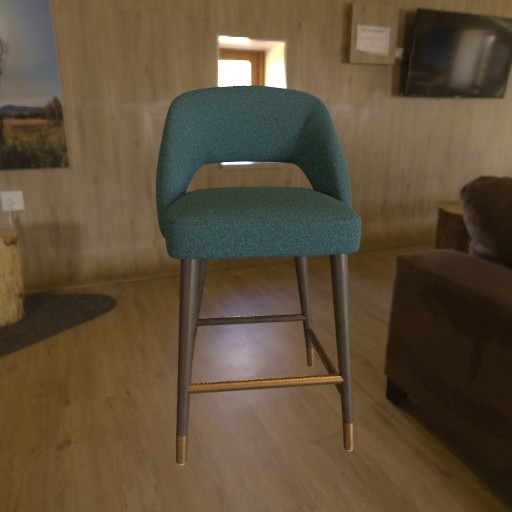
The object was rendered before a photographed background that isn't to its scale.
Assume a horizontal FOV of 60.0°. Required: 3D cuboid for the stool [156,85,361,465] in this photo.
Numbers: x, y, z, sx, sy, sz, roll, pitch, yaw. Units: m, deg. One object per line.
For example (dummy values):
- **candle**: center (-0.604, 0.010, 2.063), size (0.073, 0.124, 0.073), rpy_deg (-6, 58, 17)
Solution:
- **stool**: center (0.000, 0.000, 1.253), size (0.536, 0.939, 0.522), rpy_deg (-2, 17, -6)
